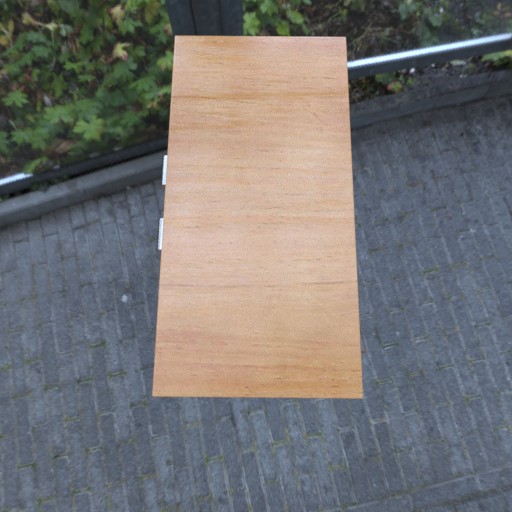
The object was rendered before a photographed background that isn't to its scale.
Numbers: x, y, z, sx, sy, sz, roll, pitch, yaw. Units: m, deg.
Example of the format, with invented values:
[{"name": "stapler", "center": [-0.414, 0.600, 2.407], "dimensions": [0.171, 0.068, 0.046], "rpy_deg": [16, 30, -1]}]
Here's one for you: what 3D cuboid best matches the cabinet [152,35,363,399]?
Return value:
[{"name": "cabinet", "center": [0.000, 0.000, 1.415], "dimensions": [0.419, 1.001, 0.800], "rpy_deg": [1, 76, 0]}]
